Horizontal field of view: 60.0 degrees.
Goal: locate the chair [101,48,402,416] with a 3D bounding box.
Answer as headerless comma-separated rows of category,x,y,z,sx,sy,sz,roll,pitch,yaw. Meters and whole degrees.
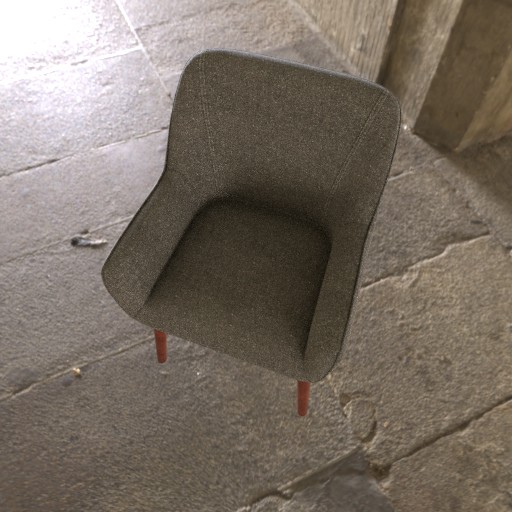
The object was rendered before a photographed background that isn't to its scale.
chair,0.000,0.000,1.147,0.543,0.803,0.519,17,60,11
